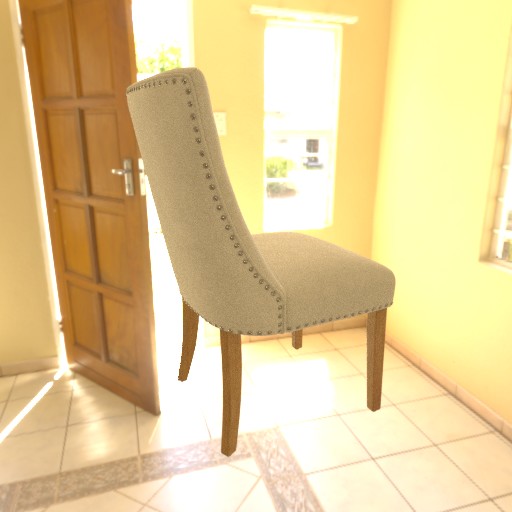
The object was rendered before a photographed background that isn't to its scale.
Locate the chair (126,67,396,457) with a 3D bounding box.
[{"bbox_3d":[0.000,0.000,1.232,0.610,0.902,0.495,-8,18,-26],"label":"chair"}]
